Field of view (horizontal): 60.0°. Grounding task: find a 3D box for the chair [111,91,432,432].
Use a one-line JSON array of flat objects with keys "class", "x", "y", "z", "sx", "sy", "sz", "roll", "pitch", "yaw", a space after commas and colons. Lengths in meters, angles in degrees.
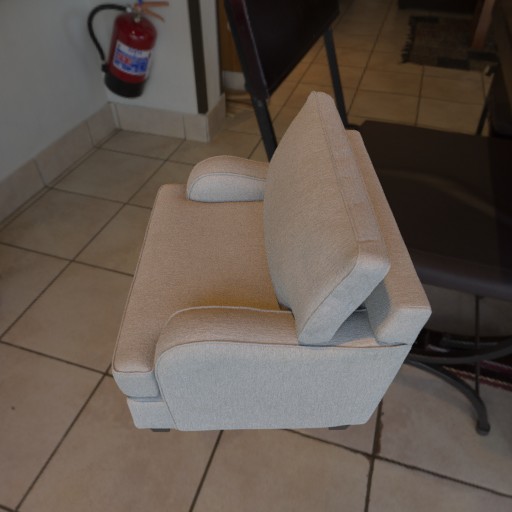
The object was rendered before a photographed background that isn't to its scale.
[{"class": "chair", "x": 0.000, "y": 0.000, "z": 1.944, "sx": 1.041, "sy": 1.016, "sz": 1.220, "roll": 0, "pitch": 42, "yaw": -1}]
